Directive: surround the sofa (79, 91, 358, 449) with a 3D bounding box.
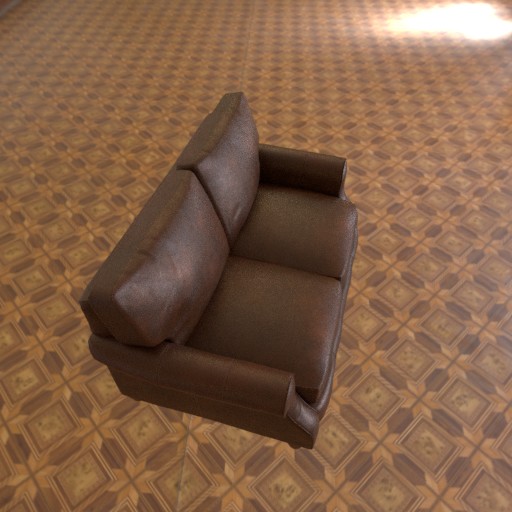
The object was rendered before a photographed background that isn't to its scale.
[{"bbox_3d":[0.000,0.000,2.232,0.990,0.976,1.616,12,48,11],"label":"sofa"}]
